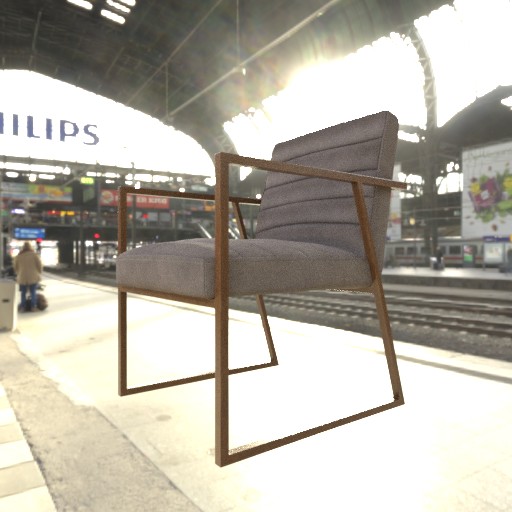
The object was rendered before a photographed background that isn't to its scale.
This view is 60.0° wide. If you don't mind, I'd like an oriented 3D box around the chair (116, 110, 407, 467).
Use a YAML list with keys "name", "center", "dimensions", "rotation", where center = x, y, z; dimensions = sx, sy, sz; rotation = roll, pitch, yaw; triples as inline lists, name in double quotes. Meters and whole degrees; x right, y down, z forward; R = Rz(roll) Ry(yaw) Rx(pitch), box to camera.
- name: "chair"
  center: [0.000, 0.000, 1.297]
  dimensions: [0.682, 0.843, 0.578]
  rotation: [0, 0, -37]
